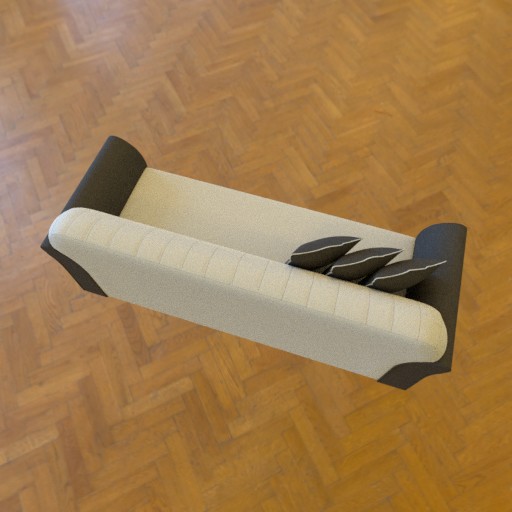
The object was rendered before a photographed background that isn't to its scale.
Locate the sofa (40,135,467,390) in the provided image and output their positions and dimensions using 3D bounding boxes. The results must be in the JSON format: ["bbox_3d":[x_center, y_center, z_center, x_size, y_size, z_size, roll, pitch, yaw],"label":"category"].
[{"bbox_3d":[0.000,0.000,2.379,2.001,0.787,0.755,16,63,8],"label":"sofa"}]
